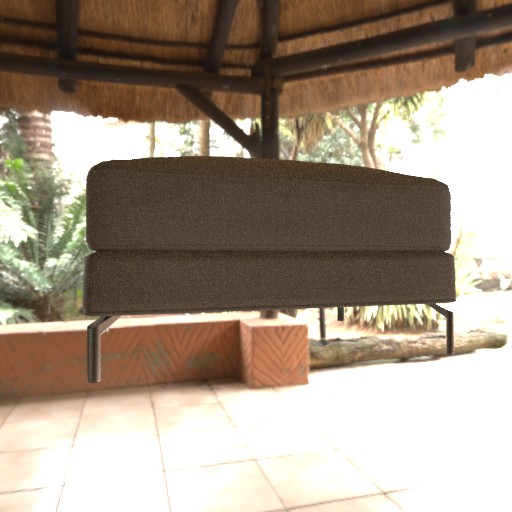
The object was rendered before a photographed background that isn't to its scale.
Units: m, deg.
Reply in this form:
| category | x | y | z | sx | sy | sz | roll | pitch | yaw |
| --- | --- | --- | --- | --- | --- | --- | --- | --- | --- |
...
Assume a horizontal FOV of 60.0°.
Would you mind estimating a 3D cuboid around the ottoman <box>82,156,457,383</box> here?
| category | x | y | z | sx | sy | sz | roll | pitch | yaw |
| --- | --- | --- | --- | --- | --- | --- | --- | --- | --- |
| ottoman | 0.000 | 0.000 | 1.183 | 0.838 | 0.457 | 0.584 | 0 | 0 | -17 |
